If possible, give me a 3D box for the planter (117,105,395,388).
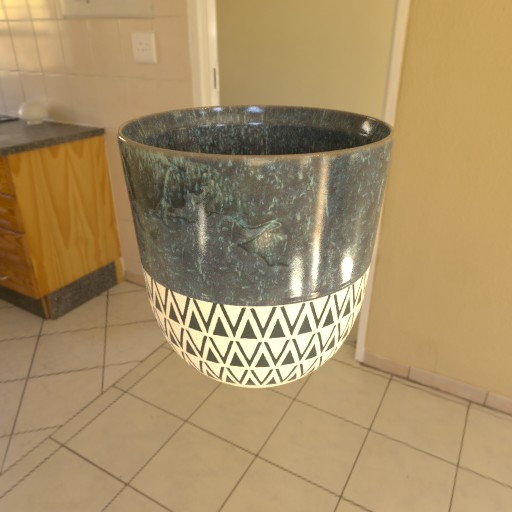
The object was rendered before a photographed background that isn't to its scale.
[{"bbox_3d":[0.000,0.000,0.368,0.195,0.214,0.195,0,26,0],"label":"planter"}]
